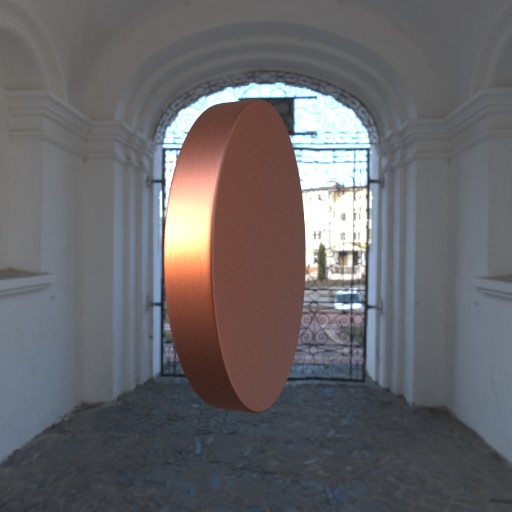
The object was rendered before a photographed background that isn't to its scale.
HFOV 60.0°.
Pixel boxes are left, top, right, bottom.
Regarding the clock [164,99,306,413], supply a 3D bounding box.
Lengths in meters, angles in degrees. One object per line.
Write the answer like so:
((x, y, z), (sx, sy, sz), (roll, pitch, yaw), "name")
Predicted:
((0.000, 0.000, 0.472), (0.040, 0.313, 0.313), (0, 1, 19), "clock")
